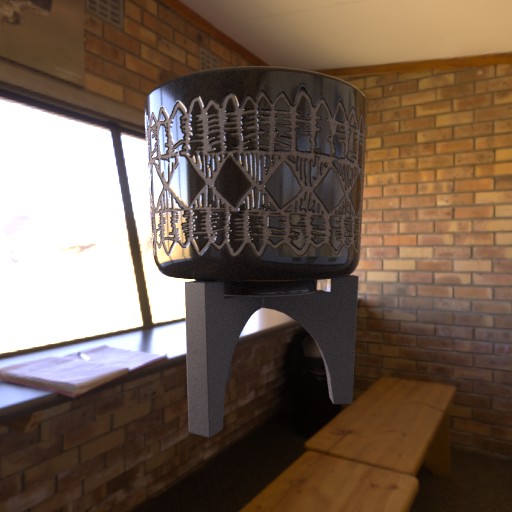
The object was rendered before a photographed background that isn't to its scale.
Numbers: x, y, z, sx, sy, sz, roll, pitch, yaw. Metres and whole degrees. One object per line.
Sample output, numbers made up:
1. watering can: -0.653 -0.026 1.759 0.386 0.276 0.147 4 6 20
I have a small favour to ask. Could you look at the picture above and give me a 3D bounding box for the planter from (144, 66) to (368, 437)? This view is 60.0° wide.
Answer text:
1. planter: 0.000 0.000 0.402 0.196 0.264 0.196 0 1 -1
